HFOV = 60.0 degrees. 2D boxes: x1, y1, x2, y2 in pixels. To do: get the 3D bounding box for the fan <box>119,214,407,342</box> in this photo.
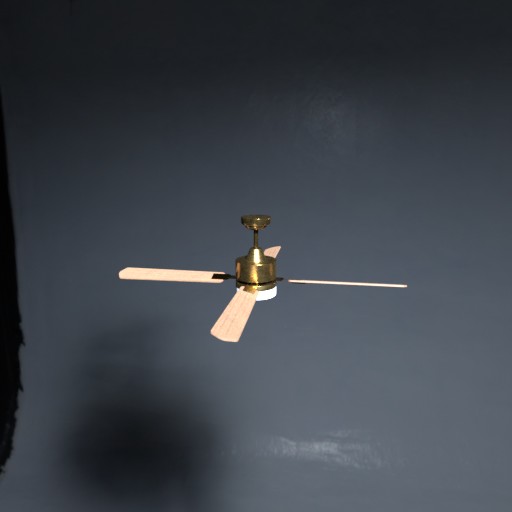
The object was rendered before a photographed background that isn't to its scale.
[{"bbox_3d":[0.000,0.000,1.993,1.320,0.355,1.320,2,14,9],"label":"fan"}]
